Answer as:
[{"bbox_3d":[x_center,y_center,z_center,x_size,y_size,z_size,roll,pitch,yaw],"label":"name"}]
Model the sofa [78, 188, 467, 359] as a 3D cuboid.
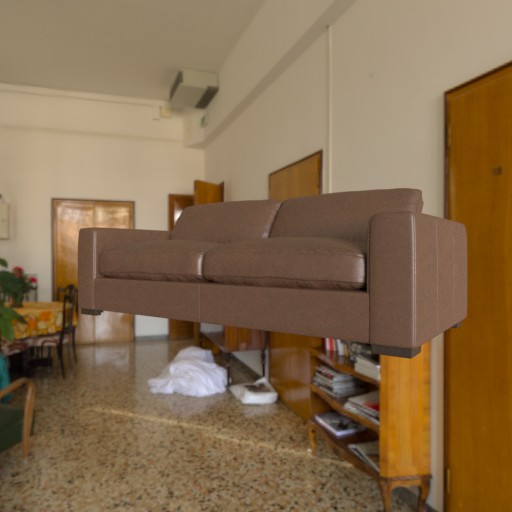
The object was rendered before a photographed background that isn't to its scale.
[{"bbox_3d":[0.000,0.000,2.786,2.262,0.801,1.070,0,1,35],"label":"sofa"}]
